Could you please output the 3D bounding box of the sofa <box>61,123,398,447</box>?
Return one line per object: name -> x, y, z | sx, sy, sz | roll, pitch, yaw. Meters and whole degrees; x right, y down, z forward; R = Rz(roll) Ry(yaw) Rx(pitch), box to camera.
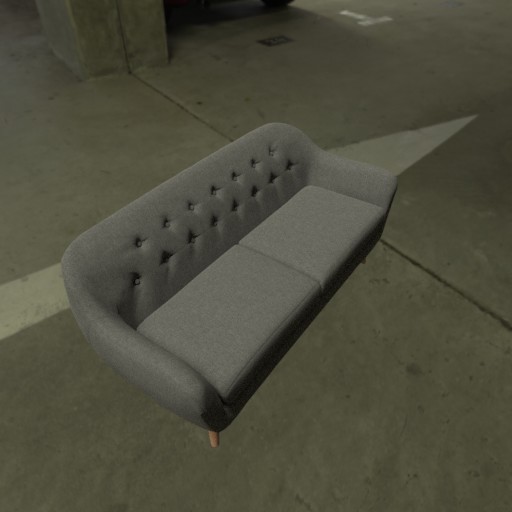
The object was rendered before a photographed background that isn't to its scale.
sofa -> 0.000, 0.000, 2.319 | 0.820, 0.820, 1.840 | 25, 46, 26
